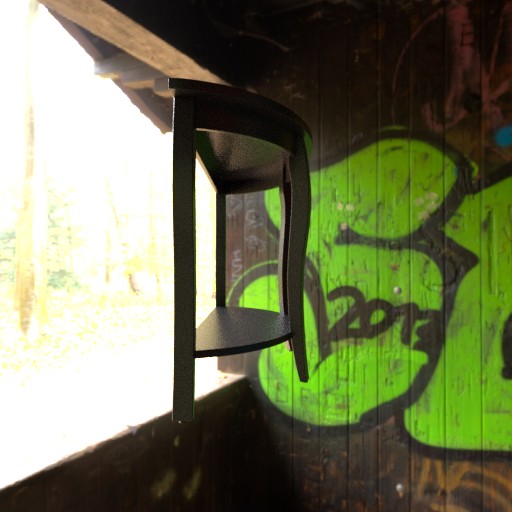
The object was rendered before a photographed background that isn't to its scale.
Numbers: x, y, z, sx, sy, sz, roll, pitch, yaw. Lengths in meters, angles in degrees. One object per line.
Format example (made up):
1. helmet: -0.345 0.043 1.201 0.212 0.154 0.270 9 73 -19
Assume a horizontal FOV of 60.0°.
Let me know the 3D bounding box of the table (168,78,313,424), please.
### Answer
1. table: 0.000 0.000 1.595 0.394 0.780 1.219 0 -1 0
